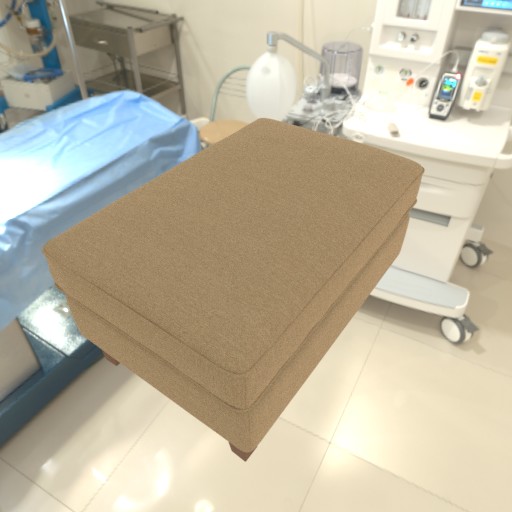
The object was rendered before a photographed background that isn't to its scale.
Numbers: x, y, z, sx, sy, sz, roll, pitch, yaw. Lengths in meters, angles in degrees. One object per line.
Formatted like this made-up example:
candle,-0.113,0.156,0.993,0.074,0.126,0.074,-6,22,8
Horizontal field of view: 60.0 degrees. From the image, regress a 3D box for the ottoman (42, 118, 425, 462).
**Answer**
ottoman,0.000,0.000,1.322,0.636,0.521,0.945,25,47,26
